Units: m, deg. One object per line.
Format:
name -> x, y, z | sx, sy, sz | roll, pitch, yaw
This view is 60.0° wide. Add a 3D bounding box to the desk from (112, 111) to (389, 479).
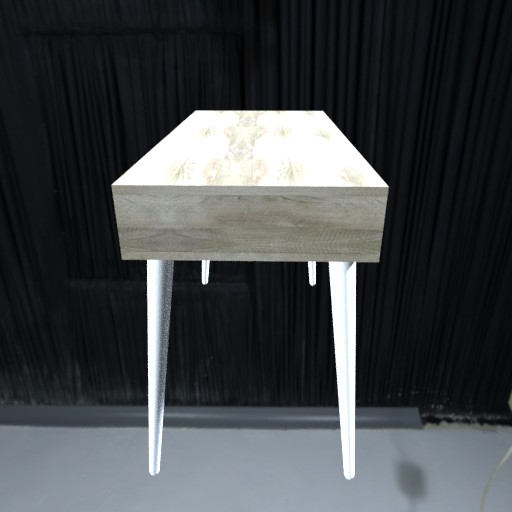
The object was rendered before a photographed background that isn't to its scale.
desk -> 0.000, 0.000, 1.347 | 0.491, 0.723, 0.979 | 1, 25, 1
